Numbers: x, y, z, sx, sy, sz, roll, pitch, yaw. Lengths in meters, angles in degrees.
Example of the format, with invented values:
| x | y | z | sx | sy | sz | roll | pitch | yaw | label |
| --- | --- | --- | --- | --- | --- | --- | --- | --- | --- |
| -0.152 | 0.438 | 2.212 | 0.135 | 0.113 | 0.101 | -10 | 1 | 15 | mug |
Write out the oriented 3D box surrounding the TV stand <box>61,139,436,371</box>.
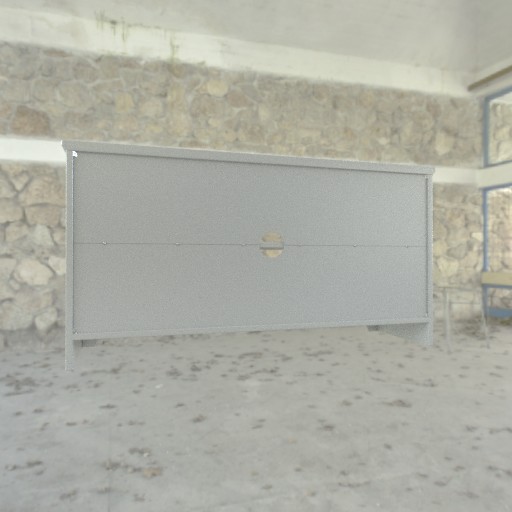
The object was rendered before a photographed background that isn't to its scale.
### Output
| x | y | z | sx | sy | sz | roll | pitch | yaw | label |
| --- | --- | --- | --- | --- | --- | --- | --- | --- | --- |
| 0.000 | 0.000 | 1.490 | 1.167 | 0.603 | 0.344 | 0 | 0 | -17 | TV stand |
